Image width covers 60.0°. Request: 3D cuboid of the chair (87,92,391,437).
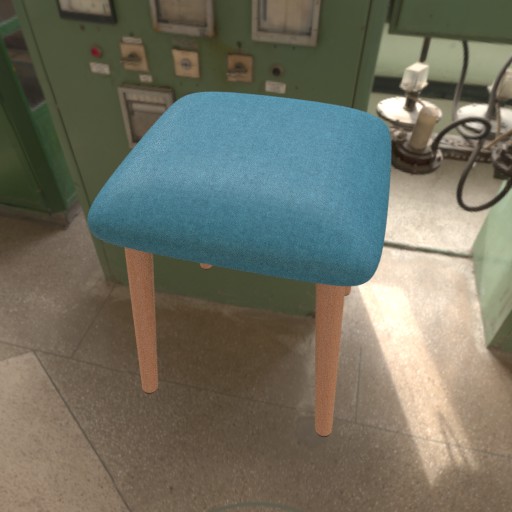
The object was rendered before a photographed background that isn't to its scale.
[{"bbox_3d":[0.000,0.000,0.730,0.360,0.450,0.360,10,46,10],"label":"chair"}]
